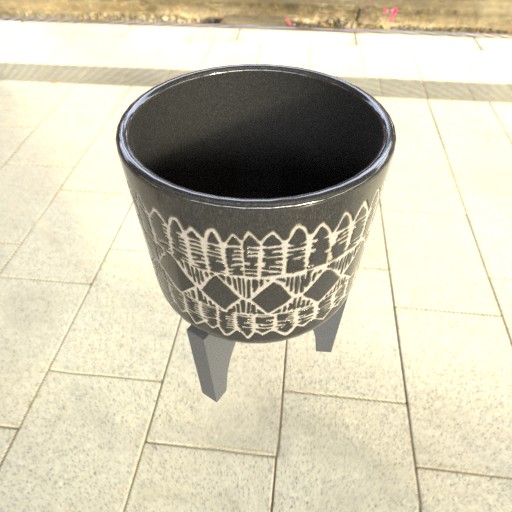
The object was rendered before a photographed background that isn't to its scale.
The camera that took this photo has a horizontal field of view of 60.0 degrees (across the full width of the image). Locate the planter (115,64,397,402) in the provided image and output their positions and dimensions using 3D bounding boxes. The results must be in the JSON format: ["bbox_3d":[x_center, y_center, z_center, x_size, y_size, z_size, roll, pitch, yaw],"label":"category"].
[{"bbox_3d":[0.000,0.000,0.528,0.251,0.355,0.251,3,46,3],"label":"planter"}]
